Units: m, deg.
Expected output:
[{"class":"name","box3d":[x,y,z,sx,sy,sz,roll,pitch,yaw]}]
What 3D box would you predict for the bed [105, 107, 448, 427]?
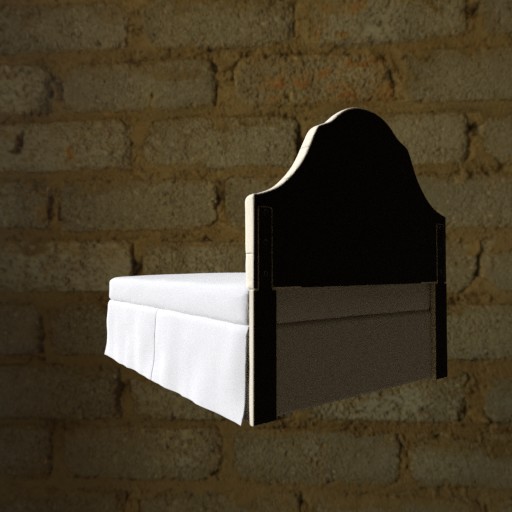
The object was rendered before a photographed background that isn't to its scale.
[{"class":"bed","box3d":[0.000,0.000,3.261,1.627,1.575,2.092,1,-2,-36]}]
